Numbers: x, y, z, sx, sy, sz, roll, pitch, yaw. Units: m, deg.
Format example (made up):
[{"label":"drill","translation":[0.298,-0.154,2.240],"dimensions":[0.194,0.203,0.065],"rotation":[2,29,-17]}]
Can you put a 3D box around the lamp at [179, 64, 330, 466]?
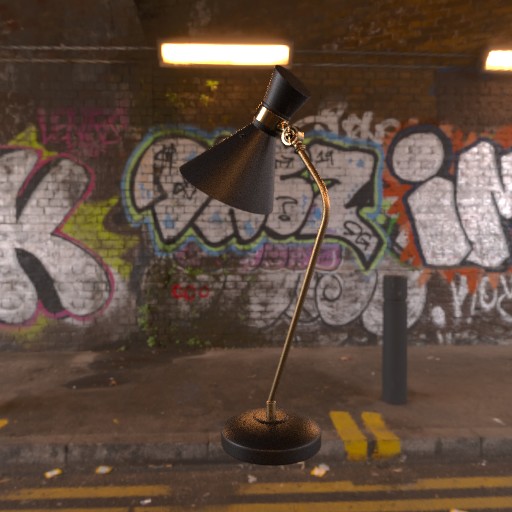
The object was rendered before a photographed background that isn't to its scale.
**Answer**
[{"label":"lamp","translation":[0.000,0.000,0.786],"dimensions":[0.292,0.647,0.189],"rotation":[1,1,38]}]
